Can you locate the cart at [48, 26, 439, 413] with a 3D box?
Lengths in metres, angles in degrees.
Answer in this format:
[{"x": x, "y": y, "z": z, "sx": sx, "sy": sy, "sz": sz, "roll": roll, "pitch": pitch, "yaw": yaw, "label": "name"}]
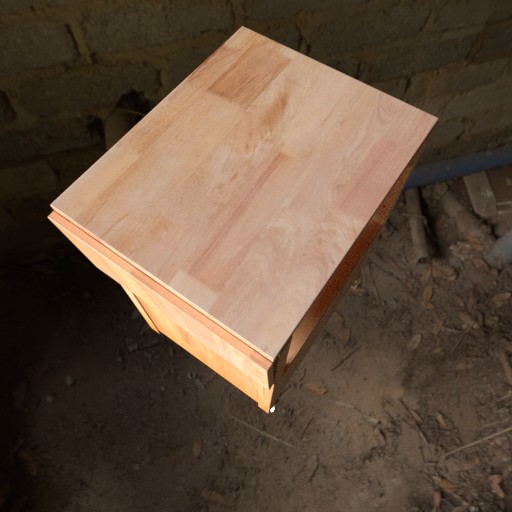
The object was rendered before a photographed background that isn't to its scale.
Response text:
[{"x": 0.000, "y": 0.000, "z": 1.237, "sx": 0.508, "sy": 0.838, "sz": 0.640, "roll": 32, "pitch": 68, "yaw": 15, "label": "cart"}]
